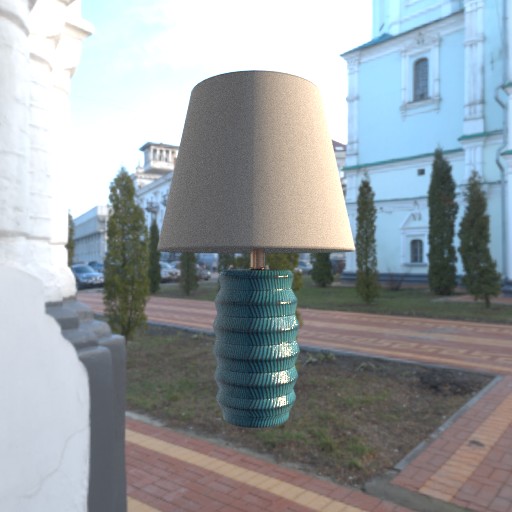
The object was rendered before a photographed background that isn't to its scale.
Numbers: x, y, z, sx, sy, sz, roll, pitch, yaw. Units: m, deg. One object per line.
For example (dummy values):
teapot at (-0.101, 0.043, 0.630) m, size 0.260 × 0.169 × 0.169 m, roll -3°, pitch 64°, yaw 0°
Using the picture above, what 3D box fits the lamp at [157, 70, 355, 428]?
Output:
lamp at (0.000, 0.000, 0.811) m, size 0.355 × 0.582 × 0.355 m, roll 0°, pitch -1°, yaw 0°
